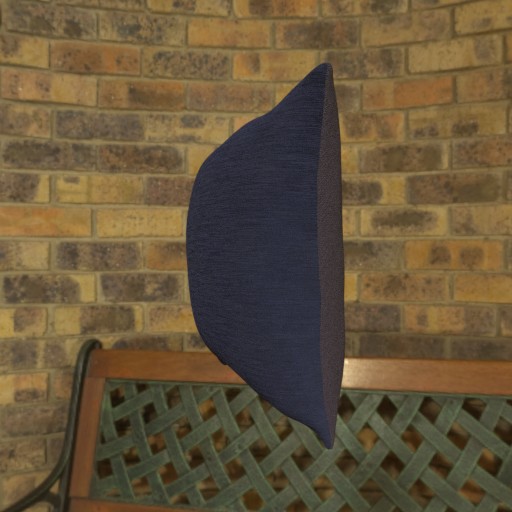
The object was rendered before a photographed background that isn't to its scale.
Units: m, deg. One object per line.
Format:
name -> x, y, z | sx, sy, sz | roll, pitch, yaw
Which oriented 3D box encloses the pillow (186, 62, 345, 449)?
pillow -> 0.000, 0.000, 0.694 | 0.204, 0.439, 0.452 | 0, 0, -20
